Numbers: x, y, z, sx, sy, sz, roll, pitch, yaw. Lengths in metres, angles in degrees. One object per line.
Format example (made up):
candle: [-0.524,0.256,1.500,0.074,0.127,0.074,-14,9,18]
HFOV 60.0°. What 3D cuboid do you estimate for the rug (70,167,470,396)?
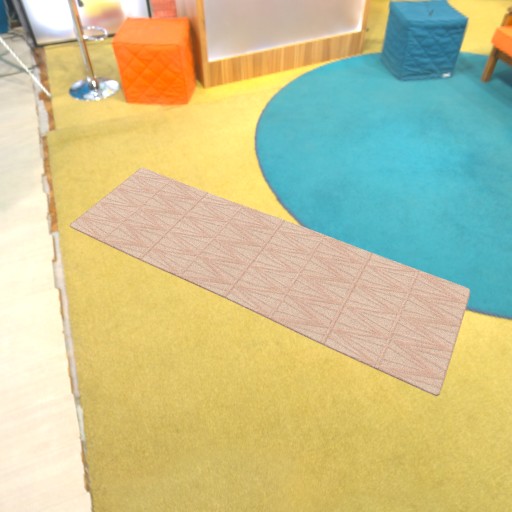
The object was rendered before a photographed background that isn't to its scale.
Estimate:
rug: [0.000,0.000,2.748,2.435,0.015,0.760,22,51,20]
